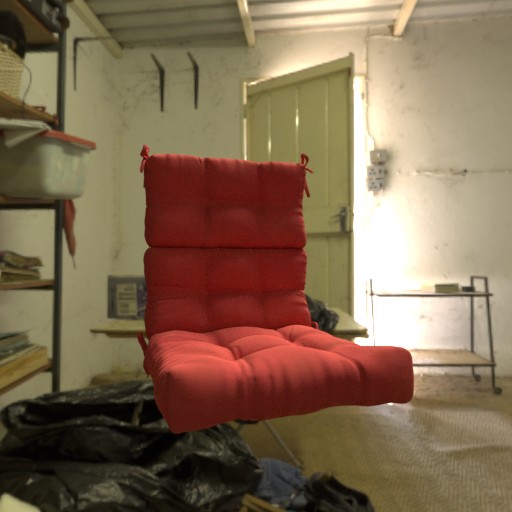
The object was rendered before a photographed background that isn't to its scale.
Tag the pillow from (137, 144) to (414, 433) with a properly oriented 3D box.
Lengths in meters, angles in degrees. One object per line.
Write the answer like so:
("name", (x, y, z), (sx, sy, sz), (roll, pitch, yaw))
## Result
("pillow", (0.000, 0.000, 1.035), (0.519, 0.605, 0.571), (0, -1, -18))
